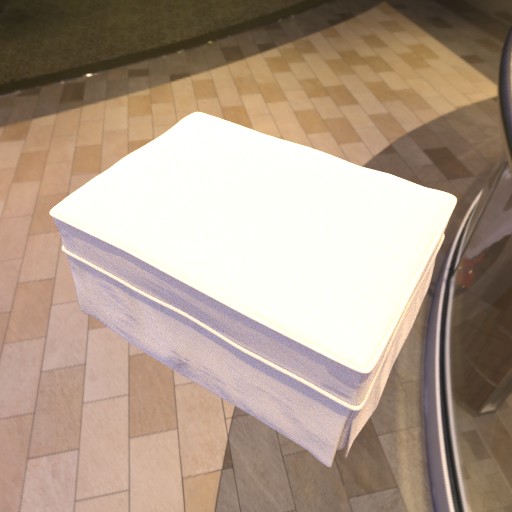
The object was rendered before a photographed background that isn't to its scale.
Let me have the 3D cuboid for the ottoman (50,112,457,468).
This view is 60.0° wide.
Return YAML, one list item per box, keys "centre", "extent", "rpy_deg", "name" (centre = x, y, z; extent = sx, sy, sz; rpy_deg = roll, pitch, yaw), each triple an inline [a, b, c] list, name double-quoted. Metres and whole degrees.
- centre: [0.000, 0.000, 1.308]
  extent: [0.944, 0.479, 0.703]
  rpy_deg: [24, 50, 22]
  name: "ottoman"
